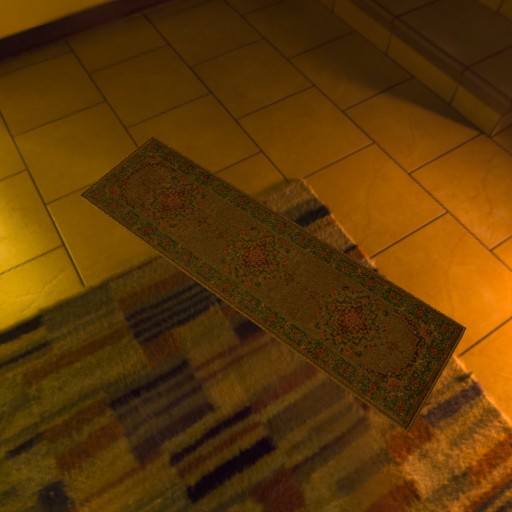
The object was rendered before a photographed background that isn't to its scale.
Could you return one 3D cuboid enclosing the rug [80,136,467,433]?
[{"bbox_3d":[0.000,0.000,2.552,2.297,0.019,0.659,34,65,18],"label":"rug"}]
